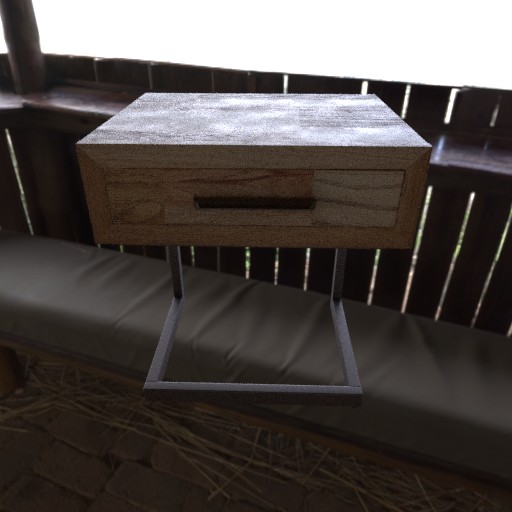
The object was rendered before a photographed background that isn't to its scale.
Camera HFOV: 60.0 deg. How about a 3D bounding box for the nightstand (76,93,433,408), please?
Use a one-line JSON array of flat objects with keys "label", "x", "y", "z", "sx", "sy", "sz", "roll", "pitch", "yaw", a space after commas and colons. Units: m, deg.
[{"label": "nightstand", "x": 0.000, "y": 0.000, "z": 1.023, "sx": 0.558, "sy": 0.632, "sz": 0.481, "roll": 1, "pitch": 30, "yaw": 2}]
